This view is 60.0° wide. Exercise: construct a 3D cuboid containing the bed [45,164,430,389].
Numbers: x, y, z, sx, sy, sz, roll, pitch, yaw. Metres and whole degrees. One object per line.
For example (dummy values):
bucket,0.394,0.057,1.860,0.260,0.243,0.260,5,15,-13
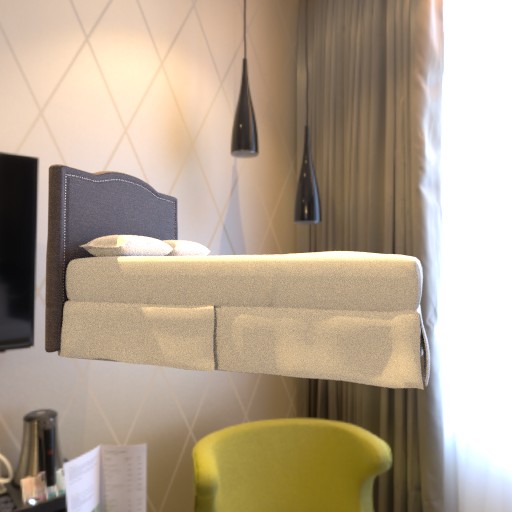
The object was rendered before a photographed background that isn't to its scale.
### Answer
bed,0.000,0.000,3.479,2.507,1.441,1.741,0,-1,19
